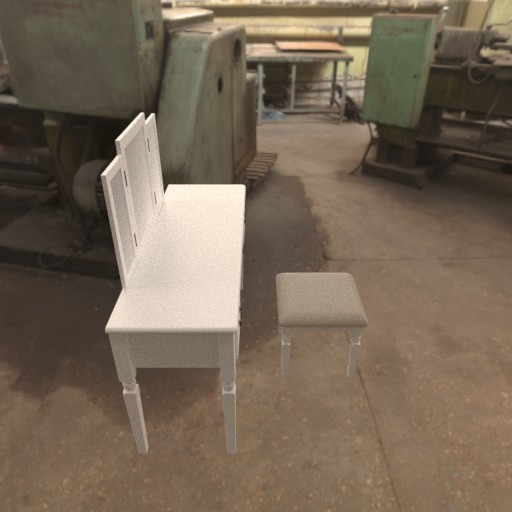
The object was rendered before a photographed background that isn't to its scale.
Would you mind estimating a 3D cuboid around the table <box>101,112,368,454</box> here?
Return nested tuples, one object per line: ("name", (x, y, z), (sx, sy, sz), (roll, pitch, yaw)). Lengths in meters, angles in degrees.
("table", (0.000, 0.000, 2.236), (1.115, 1.310, 1.369), (0, 31, 0))
